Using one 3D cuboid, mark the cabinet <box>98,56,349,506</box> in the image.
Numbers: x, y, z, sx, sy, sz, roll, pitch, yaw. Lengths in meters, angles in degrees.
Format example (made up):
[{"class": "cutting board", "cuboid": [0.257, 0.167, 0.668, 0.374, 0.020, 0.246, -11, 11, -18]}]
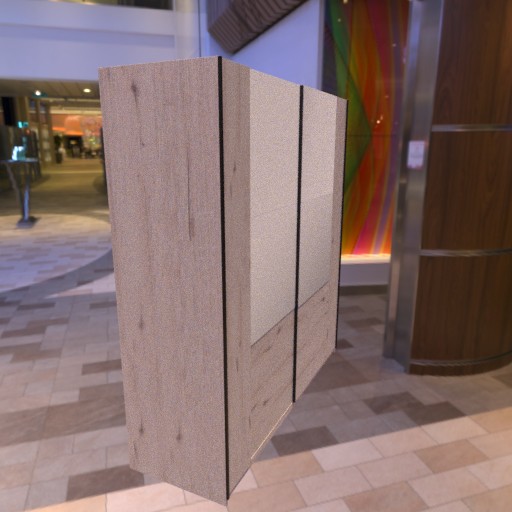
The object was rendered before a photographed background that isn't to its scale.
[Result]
[{"class": "cabinet", "cuboid": [0.000, 0.000, 3.057, 0.660, 2.180, 2.000, 7, 16, 25]}]
